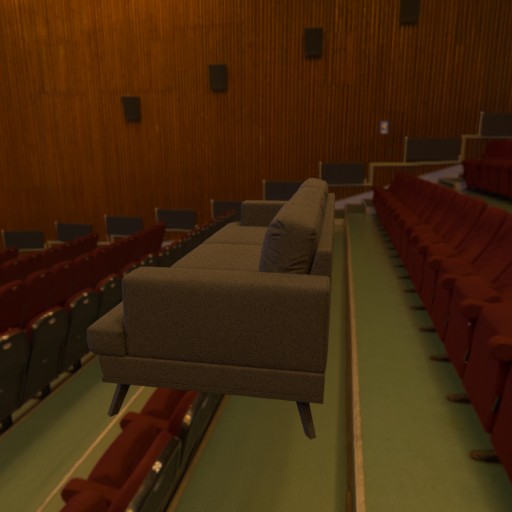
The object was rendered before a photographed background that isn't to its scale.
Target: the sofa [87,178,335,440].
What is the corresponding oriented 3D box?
[{"bbox_3d":[0.000,0.000,2.693,0.920,0.810,2.310,3,15,10],"label":"sofa"}]
